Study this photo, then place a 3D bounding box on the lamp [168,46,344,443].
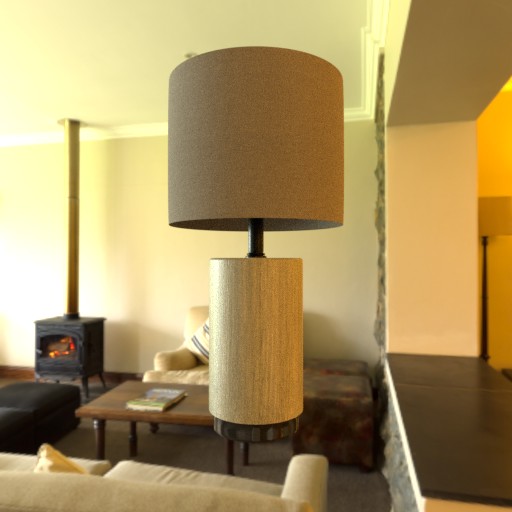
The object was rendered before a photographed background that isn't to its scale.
[{"bbox_3d":[0.000,0.000,0.582,0.228,0.444,0.228,0,-1,-36],"label":"lamp"}]
